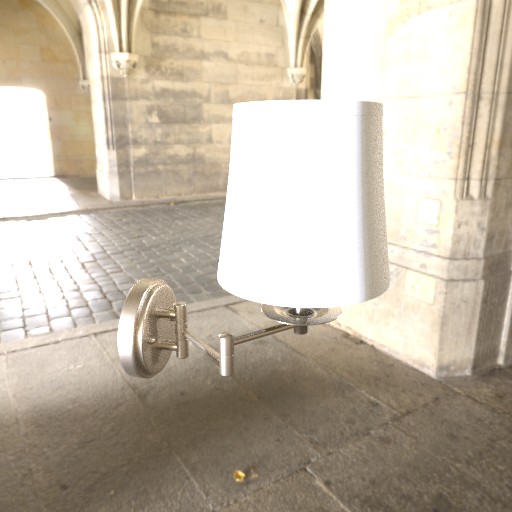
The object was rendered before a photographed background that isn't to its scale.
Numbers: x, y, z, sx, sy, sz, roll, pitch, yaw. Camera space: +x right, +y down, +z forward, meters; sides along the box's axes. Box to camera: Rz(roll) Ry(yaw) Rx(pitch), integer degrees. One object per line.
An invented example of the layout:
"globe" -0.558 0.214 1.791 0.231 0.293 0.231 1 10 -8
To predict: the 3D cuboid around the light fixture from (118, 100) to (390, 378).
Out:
"light fixture" 0.000 0.000 0.592 0.348 0.381 0.223 3 16 11
